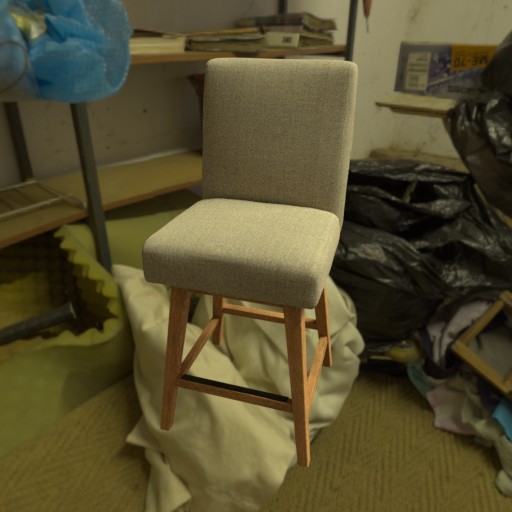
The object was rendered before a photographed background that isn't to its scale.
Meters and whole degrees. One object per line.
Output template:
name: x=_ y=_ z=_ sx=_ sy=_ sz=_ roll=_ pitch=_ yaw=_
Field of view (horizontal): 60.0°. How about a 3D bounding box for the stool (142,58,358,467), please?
stool: x=0.000 y=0.000 z=1.274 sx=0.459 sy=1.010 sz=0.526 roll=8 pitch=29 yaw=15
